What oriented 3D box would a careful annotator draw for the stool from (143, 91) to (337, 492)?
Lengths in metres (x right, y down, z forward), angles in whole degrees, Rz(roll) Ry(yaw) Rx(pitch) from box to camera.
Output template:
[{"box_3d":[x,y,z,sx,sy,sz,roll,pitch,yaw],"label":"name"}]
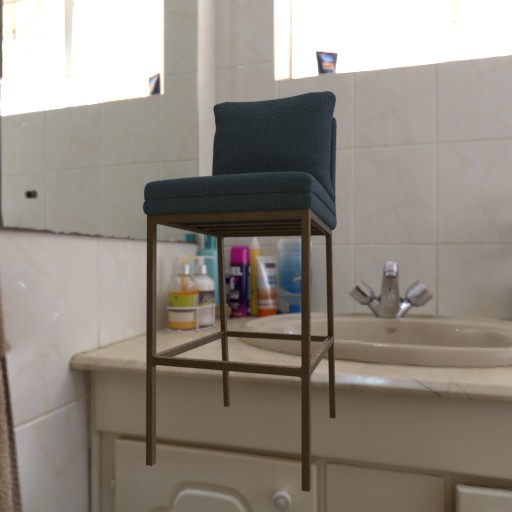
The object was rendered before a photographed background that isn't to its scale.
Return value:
[{"box_3d":[0.000,0.000,1.380,0.463,1.124,0.568,0,-1,18],"label":"stool"}]
